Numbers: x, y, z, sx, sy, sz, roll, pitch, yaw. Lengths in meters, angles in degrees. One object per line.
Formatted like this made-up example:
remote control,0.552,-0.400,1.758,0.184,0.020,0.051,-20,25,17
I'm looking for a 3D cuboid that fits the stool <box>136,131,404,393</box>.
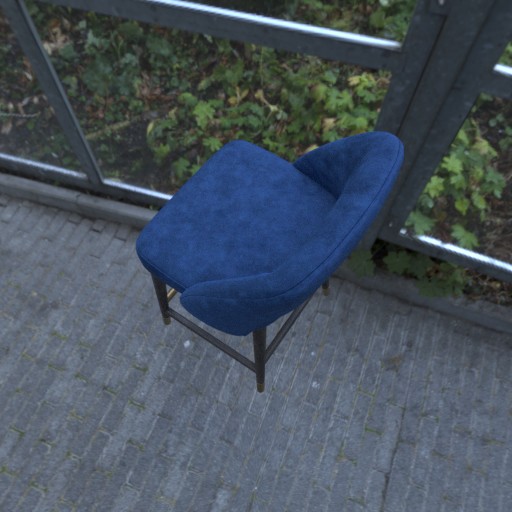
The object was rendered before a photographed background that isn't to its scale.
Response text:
stool,0.000,0.000,1.262,0.524,0.925,0.536,32,67,15
